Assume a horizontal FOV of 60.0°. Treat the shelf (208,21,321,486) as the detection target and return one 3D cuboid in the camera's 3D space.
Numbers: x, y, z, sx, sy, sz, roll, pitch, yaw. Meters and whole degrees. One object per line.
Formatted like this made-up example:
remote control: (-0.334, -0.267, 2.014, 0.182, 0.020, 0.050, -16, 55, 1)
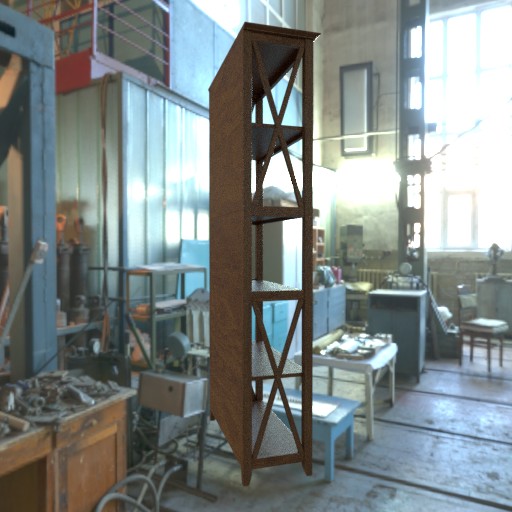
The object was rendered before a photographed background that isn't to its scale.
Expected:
shelf: (0.000, 0.000, 2.235, 0.335, 1.905, 0.805, 0, 1, -17)
